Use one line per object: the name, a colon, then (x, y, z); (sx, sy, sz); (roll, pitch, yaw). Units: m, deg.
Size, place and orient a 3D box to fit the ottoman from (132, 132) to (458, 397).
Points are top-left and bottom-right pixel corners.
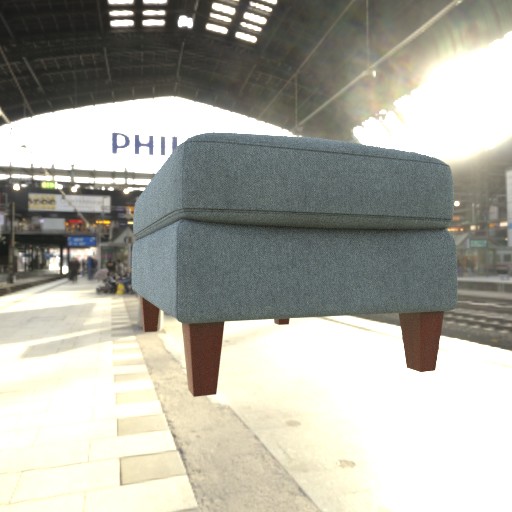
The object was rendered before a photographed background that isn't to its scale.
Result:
ottoman: (0.000, 0.000, 1.192); (0.584, 0.483, 0.864); (0, -1, -20)
